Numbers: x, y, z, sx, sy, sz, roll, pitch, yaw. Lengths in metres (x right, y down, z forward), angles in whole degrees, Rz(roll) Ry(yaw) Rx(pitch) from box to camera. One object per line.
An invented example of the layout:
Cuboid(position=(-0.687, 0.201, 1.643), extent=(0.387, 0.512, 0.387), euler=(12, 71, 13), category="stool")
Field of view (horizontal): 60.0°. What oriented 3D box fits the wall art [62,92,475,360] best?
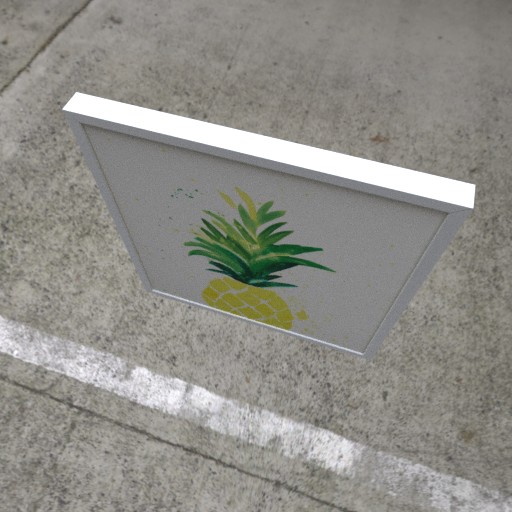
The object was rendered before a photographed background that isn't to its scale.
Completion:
Cuboid(position=(0.000, 0.000, 0.747), extent=(0.508, 0.507, 0.035), euler=(16, 60, 9), category="wall art")
